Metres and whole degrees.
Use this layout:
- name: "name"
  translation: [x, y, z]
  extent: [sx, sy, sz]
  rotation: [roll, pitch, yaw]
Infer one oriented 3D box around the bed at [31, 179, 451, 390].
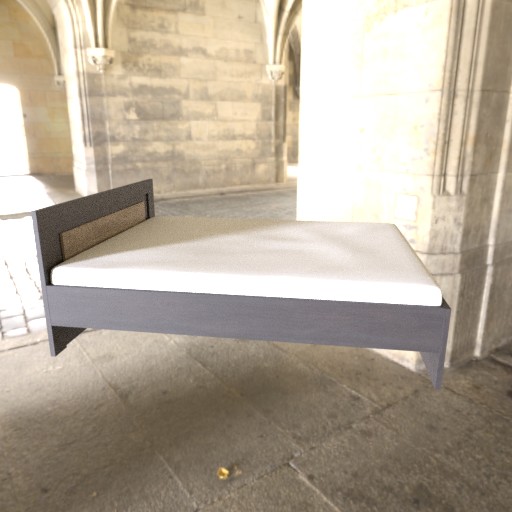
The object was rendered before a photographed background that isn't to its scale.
- name: "bed"
  translation: [0.000, 0.000, 2.956]
  extent: [2.073, 0.823, 1.585]
  rotation: [2, 16, 8]
